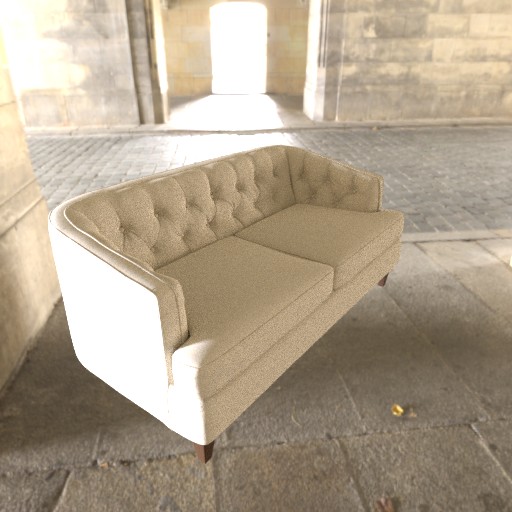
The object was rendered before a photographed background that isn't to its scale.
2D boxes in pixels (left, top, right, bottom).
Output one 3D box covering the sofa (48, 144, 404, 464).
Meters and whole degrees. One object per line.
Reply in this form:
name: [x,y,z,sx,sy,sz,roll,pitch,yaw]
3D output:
sofa: [0.000,0.000,2.193,0.941,0.855,1.733,18,30,33]
